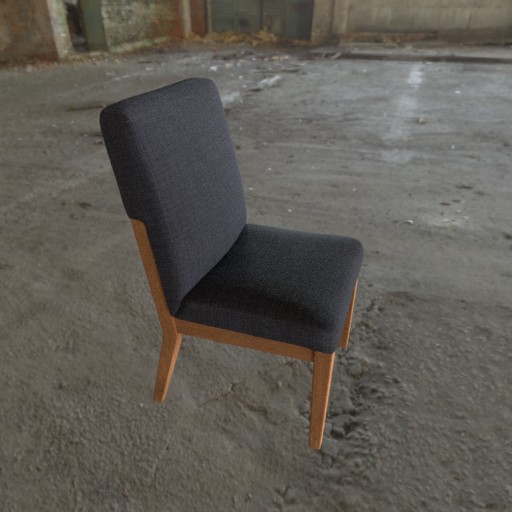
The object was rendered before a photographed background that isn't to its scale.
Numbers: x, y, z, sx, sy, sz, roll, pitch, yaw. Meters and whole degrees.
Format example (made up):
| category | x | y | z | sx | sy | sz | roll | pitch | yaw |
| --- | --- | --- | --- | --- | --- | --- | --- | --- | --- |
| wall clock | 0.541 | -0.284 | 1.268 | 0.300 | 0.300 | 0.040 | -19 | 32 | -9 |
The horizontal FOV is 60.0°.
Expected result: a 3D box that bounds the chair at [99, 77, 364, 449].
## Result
| category | x | y | z | sx | sy | sz | roll | pitch | yaw |
| --- | --- | --- | --- | --- | --- | --- | --- | --- | --- |
| chair | 0.000 | 0.000 | 1.305 | 0.586 | 0.911 | 0.507 | 10 | 32 | 17 |
